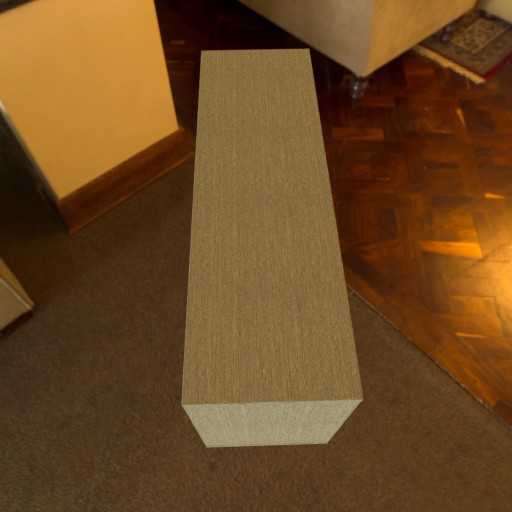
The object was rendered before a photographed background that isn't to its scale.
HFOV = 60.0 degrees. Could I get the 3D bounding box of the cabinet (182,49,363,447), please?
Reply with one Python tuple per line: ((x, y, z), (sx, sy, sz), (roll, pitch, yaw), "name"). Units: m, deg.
((0.000, 0.000, 1.555), (0.405, 0.787, 1.194), (-1, 58, -1), "cabinet")
